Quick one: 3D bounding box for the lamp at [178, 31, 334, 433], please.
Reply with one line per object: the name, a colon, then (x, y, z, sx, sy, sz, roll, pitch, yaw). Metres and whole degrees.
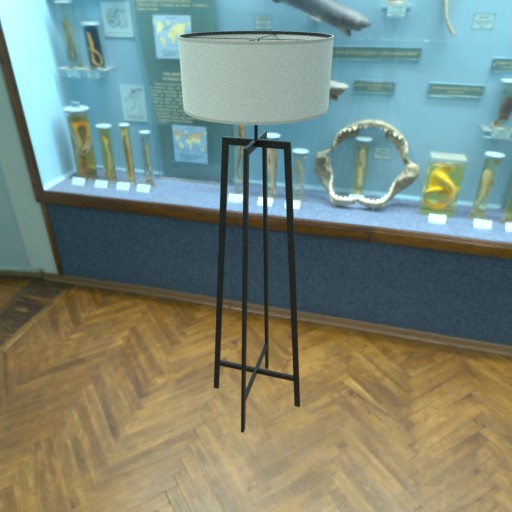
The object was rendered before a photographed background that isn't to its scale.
lamp: (0.000, 0.000, 1.691, 0.456, 1.510, 0.457, 8, 31, 14)
